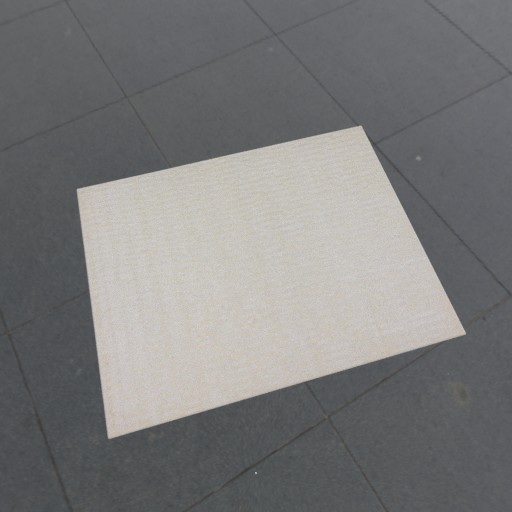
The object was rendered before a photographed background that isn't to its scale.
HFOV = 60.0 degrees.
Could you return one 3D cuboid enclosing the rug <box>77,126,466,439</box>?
[{"bbox_3d":[0.000,0.000,4.114,3.055,0.021,2.410,-14,65,-7],"label":"rug"}]
